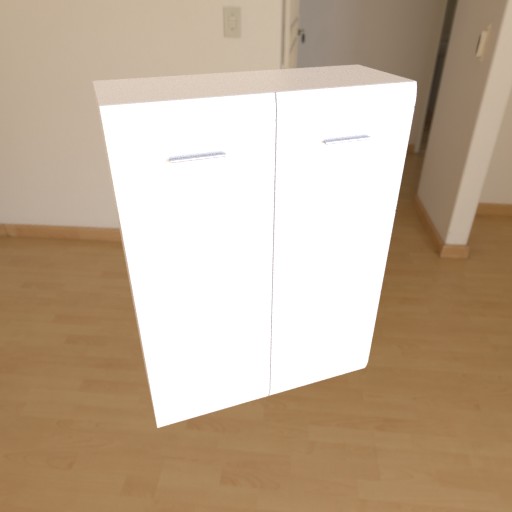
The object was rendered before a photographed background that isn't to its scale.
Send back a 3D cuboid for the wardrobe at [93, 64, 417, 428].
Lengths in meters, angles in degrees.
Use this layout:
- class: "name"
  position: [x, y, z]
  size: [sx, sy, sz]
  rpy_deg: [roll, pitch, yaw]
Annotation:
- class: "wardrobe"
  position: [0.000, 0.000, 1.615]
  size: [0.900, 1.200, 0.360]
  rpy_deg: [-11, 33, -17]
